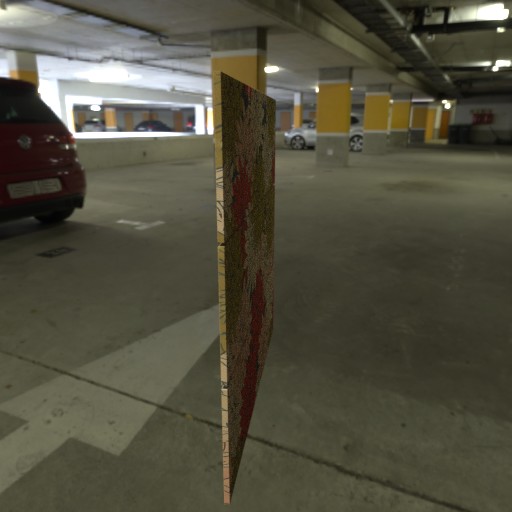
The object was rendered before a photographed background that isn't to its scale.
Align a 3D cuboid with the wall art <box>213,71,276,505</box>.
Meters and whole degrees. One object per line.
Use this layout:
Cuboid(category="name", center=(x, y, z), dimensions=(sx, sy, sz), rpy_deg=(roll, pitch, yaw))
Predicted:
Cuboid(category="wall art", center=(0.000, 0.000, 1.304), dimensions=(0.013, 0.913, 0.904), rpy_deg=(2, 17, 8))
